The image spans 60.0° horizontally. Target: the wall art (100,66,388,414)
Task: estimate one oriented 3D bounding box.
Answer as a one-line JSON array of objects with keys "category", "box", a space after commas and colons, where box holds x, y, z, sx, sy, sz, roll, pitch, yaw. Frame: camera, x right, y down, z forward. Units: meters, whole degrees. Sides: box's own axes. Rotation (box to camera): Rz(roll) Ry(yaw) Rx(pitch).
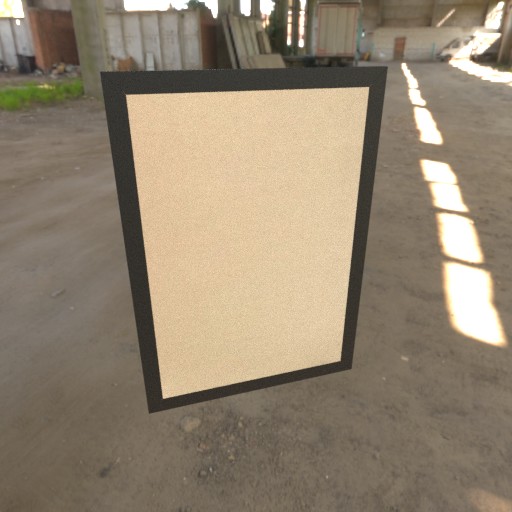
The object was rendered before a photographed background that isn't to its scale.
[{"category": "wall art", "box": [0.000, 0.000, 0.680, 0.379, 0.530, 0.008, -8, 27, -15]}]
